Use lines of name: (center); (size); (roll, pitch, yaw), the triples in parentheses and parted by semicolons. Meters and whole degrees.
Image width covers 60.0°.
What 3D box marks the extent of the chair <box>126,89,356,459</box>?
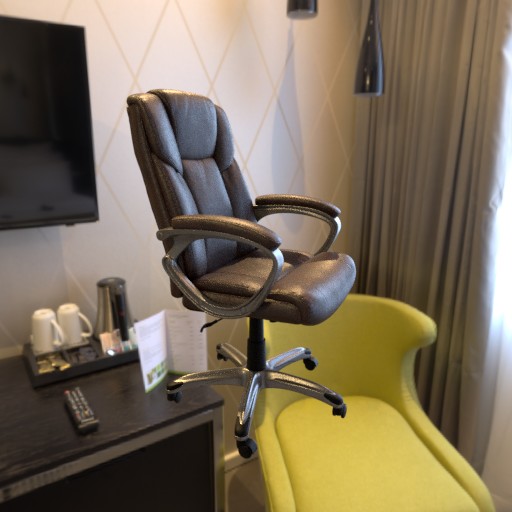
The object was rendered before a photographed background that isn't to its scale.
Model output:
chair: (0.000, 0.000, 1.573); (0.692, 1.128, 0.656); (7, 16, 25)
